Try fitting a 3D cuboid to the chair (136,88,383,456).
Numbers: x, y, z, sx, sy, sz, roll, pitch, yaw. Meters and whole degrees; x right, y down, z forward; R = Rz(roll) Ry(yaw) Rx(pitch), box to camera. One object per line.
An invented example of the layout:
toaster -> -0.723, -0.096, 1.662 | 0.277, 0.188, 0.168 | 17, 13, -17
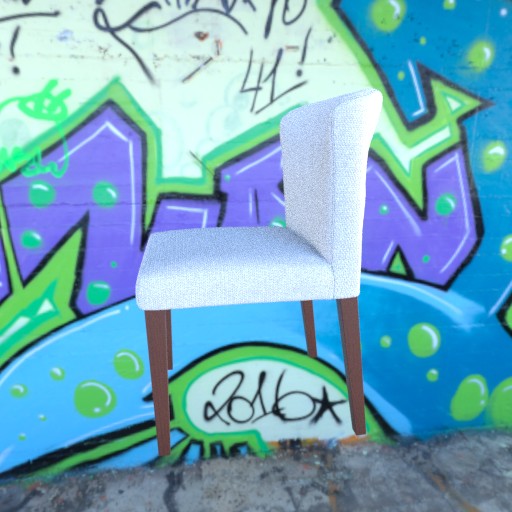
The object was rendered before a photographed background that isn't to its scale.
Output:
chair -> 0.000, 0.000, 1.182 | 0.589, 0.839, 0.491 | -2, 15, -9
